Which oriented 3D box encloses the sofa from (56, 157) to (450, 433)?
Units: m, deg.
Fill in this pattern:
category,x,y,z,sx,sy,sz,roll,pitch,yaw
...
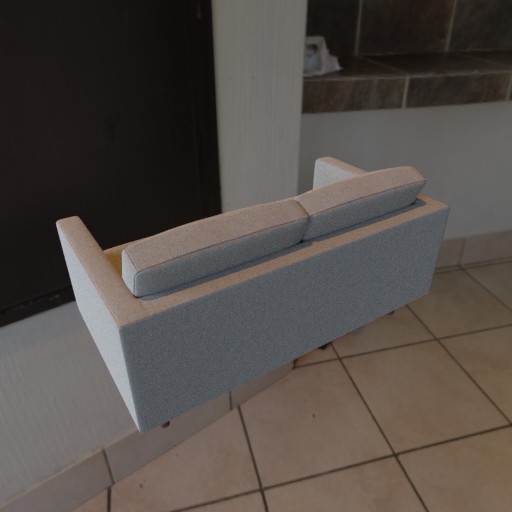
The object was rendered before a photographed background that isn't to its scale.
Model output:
category,x,y,z,sx,sy,sz,roll,pitch,yaw
sofa,0.000,0.000,2.353,1.731,0.900,1.000,-19,36,-28
